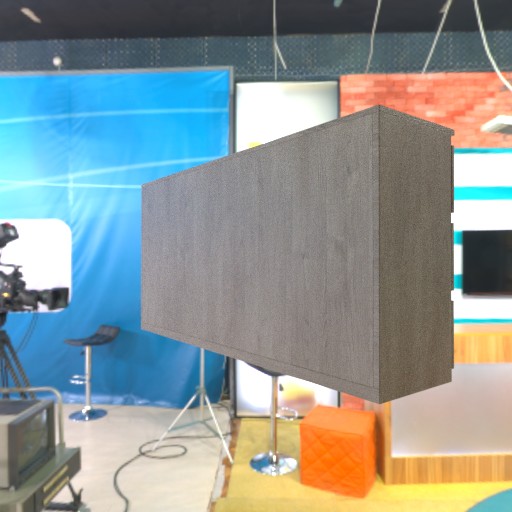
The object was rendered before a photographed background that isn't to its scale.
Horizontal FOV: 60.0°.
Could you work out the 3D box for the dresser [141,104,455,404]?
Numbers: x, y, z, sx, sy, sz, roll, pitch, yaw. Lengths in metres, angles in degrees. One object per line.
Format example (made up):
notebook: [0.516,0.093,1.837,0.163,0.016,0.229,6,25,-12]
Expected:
dresser: [0.000,0.000,1.920,0.390,0.795,1.590,0,-1,-37]
